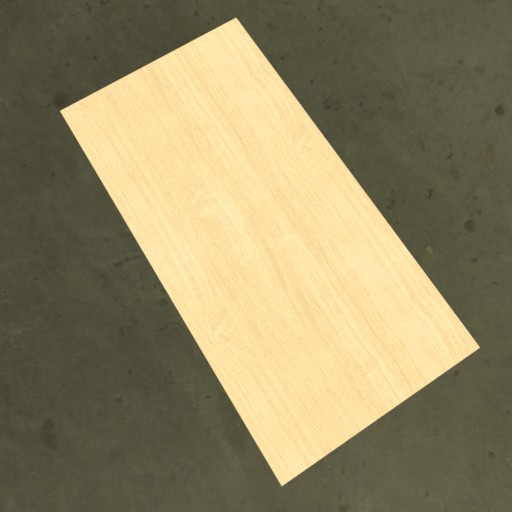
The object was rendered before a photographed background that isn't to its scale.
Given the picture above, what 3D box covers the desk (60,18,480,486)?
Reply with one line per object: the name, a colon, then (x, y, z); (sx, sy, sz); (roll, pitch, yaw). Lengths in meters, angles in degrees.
desk: (0.000, 0.000, 1.480); (0.560, 0.735, 1.097); (-32, 78, -7)
